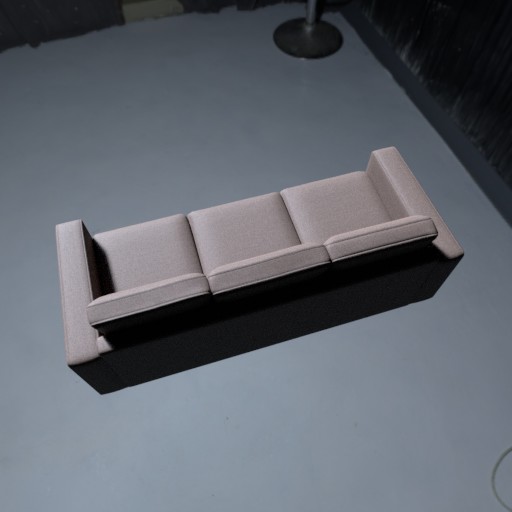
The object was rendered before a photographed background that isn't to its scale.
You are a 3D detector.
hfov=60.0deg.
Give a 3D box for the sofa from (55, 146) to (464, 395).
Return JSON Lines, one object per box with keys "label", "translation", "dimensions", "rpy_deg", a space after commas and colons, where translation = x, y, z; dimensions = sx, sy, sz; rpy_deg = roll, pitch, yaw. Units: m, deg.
{"label": "sofa", "translation": [0.000, 0.000, 2.644], "dimensions": [2.160, 0.806, 0.900], "rpy_deg": [-15, 59, -9]}
